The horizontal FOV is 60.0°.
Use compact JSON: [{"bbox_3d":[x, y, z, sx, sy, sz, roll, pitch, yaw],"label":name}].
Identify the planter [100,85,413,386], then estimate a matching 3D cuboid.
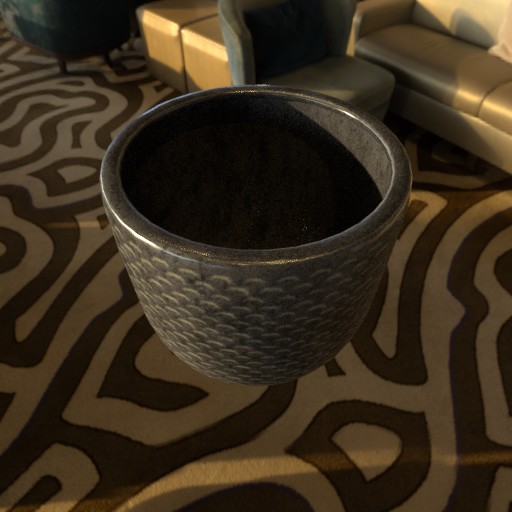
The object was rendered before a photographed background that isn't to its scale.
[{"bbox_3d":[0.000,0.000,0.351,0.197,0.191,0.197,0,46,0],"label":"planter"}]
